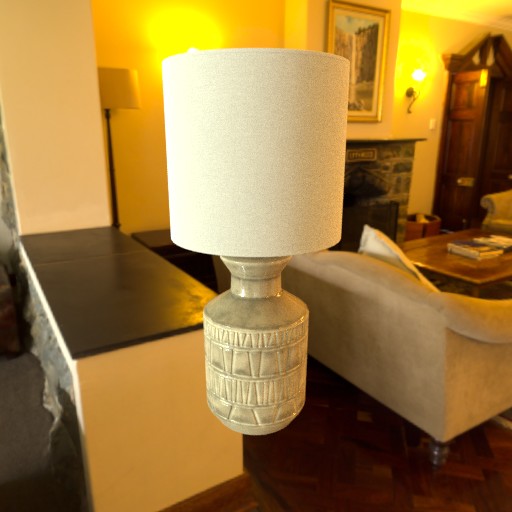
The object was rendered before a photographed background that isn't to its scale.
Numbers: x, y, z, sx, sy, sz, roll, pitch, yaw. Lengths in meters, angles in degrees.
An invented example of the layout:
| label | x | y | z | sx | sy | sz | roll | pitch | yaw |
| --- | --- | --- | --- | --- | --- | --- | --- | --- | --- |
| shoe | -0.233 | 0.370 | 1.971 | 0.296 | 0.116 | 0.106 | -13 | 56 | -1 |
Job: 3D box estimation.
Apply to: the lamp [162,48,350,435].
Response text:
| label | x | y | z | sx | sy | sz | roll | pitch | yaw |
| --- | --- | --- | --- | --- | --- | --- | --- | --- | --- |
| lamp | 0.000 | 0.000 | 0.569 | 0.211 | 0.455 | 0.211 | 2 | 16 | 9 |
